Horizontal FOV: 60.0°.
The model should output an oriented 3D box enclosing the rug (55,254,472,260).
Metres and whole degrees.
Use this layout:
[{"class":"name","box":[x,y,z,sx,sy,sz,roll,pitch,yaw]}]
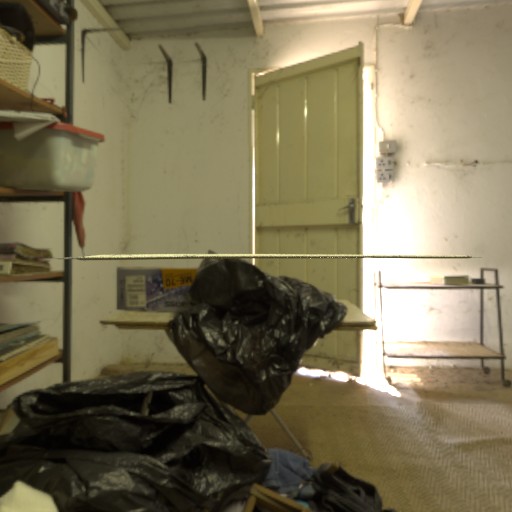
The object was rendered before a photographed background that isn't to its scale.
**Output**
[{"class":"rug","box":[0.000,0.000,3.970,3.027,0.028,2.125,0,0,-17]}]
